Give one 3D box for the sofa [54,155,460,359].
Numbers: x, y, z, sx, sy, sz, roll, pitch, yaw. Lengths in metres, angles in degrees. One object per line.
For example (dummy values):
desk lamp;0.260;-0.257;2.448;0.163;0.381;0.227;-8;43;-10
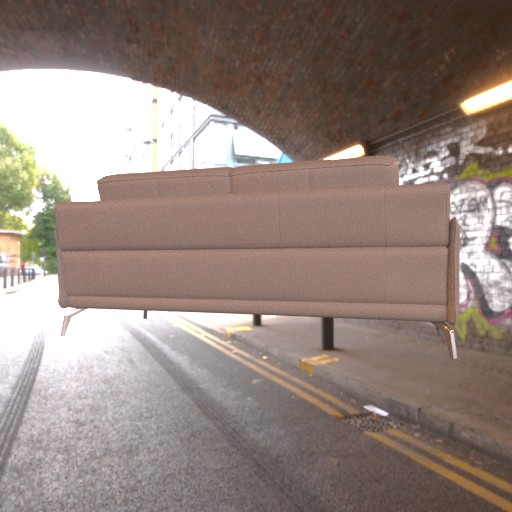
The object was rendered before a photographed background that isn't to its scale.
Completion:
sofa;0.000;0.000;2.565;2.101;0.930;1.049;0;-1;17
